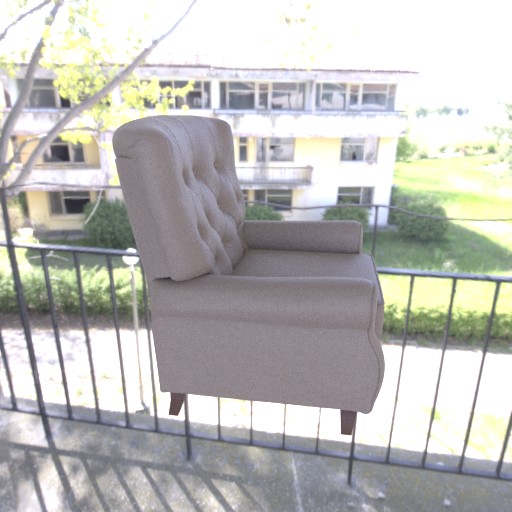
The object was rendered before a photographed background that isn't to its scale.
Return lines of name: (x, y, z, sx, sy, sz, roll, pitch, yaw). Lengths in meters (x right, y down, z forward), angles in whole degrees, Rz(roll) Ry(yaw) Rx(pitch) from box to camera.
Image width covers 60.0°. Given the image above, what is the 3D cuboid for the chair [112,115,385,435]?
chair: (0.000, 0.000, 1.884, 1.041, 1.138, 0.999, 3, 20, 9)
